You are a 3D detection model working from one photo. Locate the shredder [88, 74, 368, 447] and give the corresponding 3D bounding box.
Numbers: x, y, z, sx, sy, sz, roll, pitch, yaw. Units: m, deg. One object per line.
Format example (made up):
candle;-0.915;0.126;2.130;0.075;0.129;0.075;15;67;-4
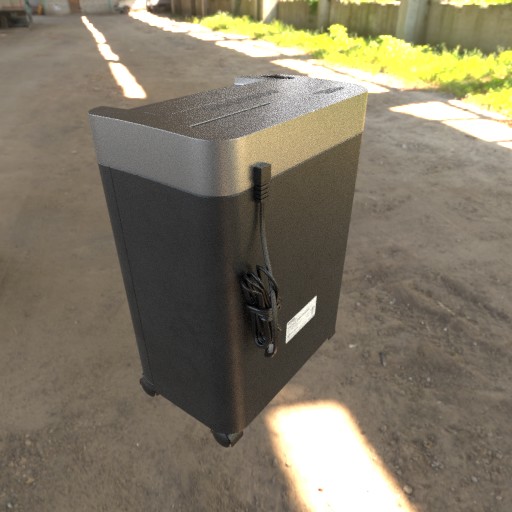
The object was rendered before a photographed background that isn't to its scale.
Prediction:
shredder;0.000;0.000;0.604;0.237;0.419;0.311;21;37;31
